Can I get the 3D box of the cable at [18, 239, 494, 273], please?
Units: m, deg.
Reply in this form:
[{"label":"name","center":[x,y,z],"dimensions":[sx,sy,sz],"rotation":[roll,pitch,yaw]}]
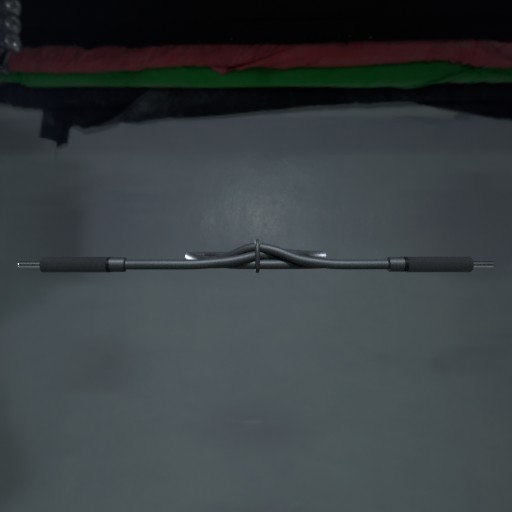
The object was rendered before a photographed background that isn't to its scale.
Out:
[{"label":"cable","center":[0.000,0.000,0.206],"dimensions":[0.186,0.014,0.070],"rotation":[0,0,-1]}]
